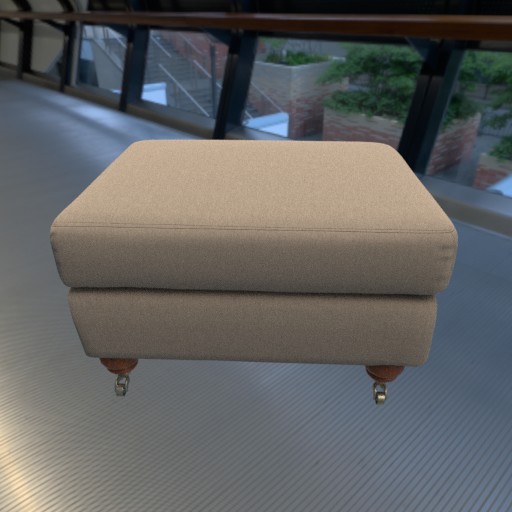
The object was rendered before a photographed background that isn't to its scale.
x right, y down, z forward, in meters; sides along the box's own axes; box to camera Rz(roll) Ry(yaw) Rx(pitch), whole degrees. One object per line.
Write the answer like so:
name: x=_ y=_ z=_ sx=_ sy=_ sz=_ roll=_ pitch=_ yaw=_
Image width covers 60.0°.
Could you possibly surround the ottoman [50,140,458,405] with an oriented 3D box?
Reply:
ottoman: x=0.000 y=0.000 z=1.127 sx=0.773 sy=0.497 sz=0.574 roll=1 pitch=30 yaw=2
